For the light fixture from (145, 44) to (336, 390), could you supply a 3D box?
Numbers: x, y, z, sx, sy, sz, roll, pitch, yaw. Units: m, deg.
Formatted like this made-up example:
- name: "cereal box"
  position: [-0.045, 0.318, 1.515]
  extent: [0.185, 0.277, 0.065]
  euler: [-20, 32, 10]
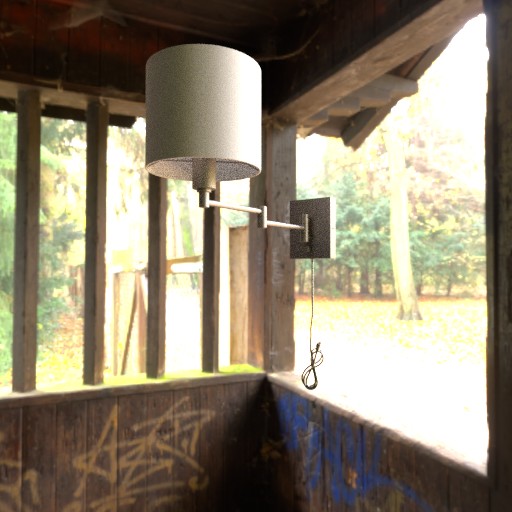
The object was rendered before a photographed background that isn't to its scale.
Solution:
- name: "light fixture"
  position: [0.000, 0.000, 0.912]
  extent: [0.203, 0.651, 0.516]
  euler: [-1, -2, 36]
